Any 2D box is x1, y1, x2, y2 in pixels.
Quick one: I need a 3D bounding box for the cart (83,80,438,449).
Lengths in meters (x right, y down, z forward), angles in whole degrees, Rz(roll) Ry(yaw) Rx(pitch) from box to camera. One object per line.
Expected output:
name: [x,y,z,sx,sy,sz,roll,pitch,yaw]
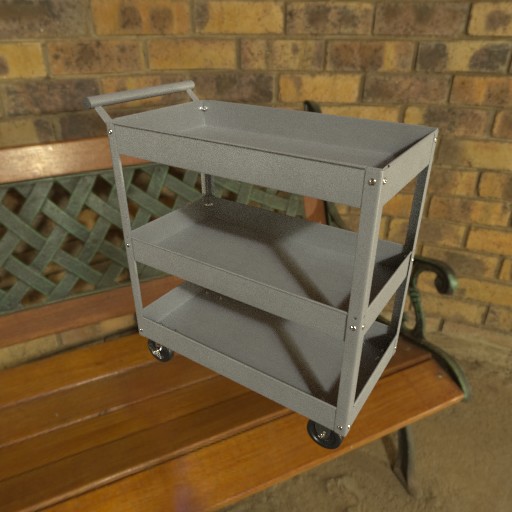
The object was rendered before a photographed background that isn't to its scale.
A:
cart: [0.000,0.000,1.162,0.719,0.780,0.366,18,33,29]
